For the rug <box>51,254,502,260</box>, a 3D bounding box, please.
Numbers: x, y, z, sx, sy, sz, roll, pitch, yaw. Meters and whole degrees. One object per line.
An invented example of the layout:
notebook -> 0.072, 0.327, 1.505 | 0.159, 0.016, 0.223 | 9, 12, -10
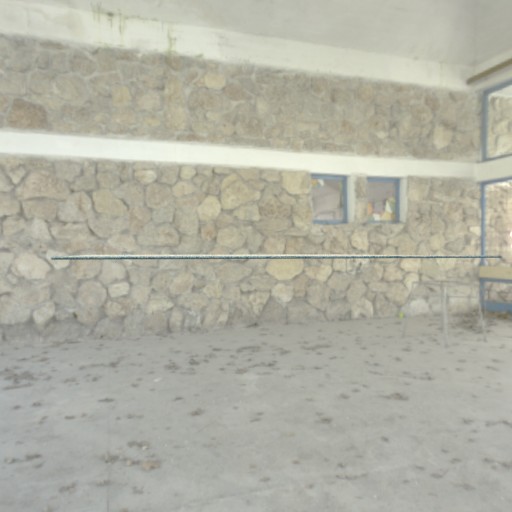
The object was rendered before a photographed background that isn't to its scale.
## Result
rug -> 0.000, 0.000, 3.971 | 3.050, 0.016, 2.441 | 0, 0, -17
